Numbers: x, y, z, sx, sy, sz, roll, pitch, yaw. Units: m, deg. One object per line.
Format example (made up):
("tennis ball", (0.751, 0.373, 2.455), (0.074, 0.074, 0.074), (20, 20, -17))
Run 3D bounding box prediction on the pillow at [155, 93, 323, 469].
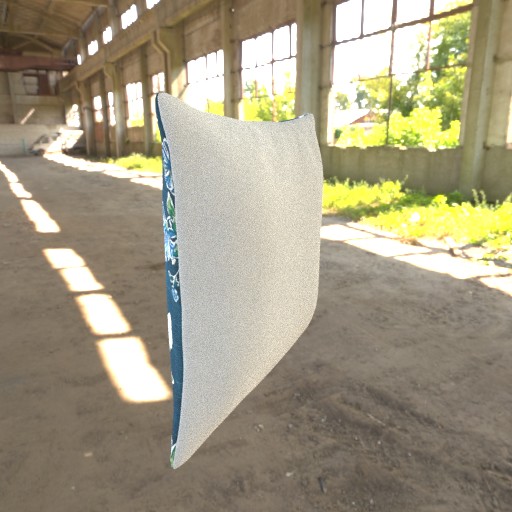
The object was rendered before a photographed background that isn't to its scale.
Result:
("pillow", (0.000, 0.000, 0.790), (0.166, 0.508, 0.525), (7, 17, 25))
